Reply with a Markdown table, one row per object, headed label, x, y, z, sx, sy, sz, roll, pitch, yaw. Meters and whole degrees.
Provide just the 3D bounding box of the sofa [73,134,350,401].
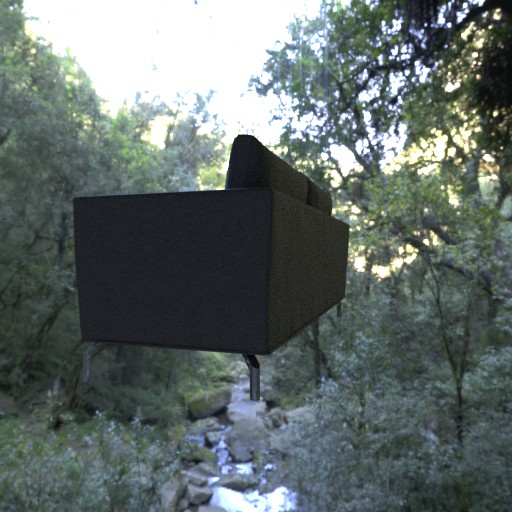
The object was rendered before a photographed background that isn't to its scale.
| label | x | y | z | sx | sy | sz | roll | pitch | yaw |
| --- | --- | --- | --- | --- | --- | --- | --- | --- | --- |
| sofa | 0.000 | 0.000 | 2.688 | 0.869 | 1.002 | 2.212 | 0 | 1 | 19 |
